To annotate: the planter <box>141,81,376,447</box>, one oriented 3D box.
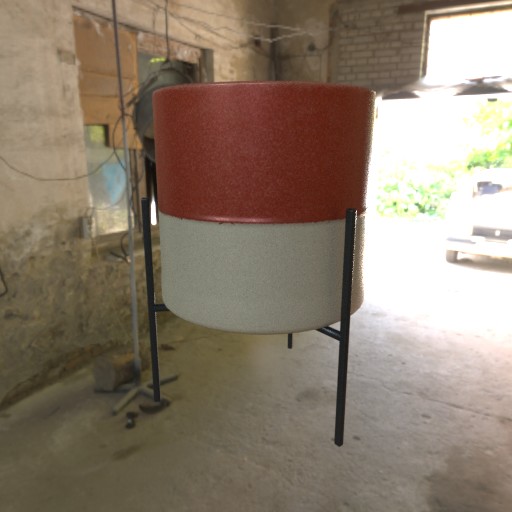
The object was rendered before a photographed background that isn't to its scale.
[{"bbox_3d":[0.000,0.000,0.515,0.251,0.354,0.235,-2,15,-9],"label":"planter"}]
